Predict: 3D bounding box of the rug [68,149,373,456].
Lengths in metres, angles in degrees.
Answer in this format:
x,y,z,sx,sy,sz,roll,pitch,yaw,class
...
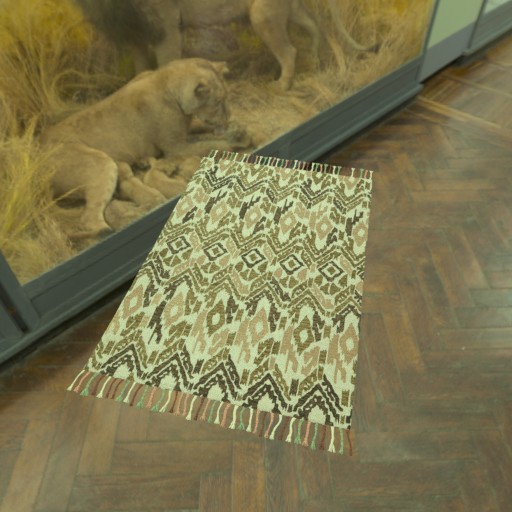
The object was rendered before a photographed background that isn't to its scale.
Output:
x,y,z,sx,sy,sz,roll,pitch,yaw,class
0.000,0.000,3.083,1.524,0.008,2.438,10,47,9,rug
